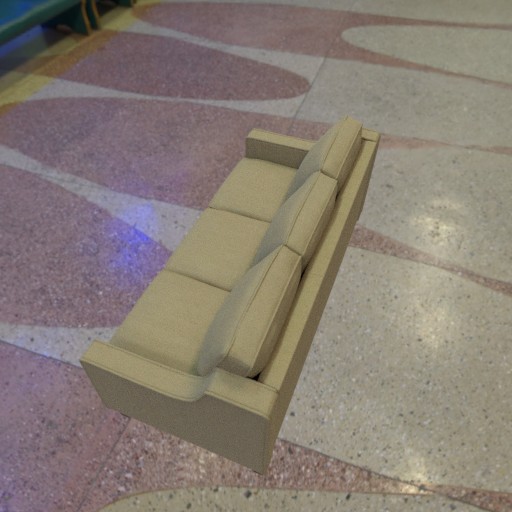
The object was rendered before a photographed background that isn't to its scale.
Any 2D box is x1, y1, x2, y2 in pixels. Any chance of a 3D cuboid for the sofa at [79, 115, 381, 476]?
[{"bbox_3d":[0.000,0.000,2.549,0.911,0.974,1.986,17,50,15],"label":"sofa"}]
